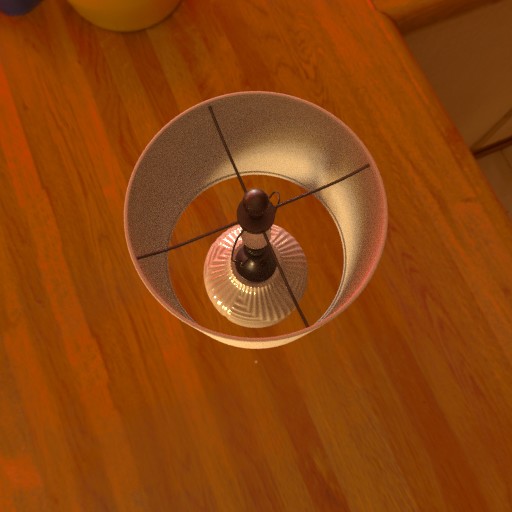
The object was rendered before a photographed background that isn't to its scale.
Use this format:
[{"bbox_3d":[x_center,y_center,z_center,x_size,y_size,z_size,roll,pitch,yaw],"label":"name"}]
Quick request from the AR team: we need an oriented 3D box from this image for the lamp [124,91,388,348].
[{"bbox_3d":[0.000,0.000,0.775,0.318,0.567,0.318,0,77,0],"label":"lamp"}]
